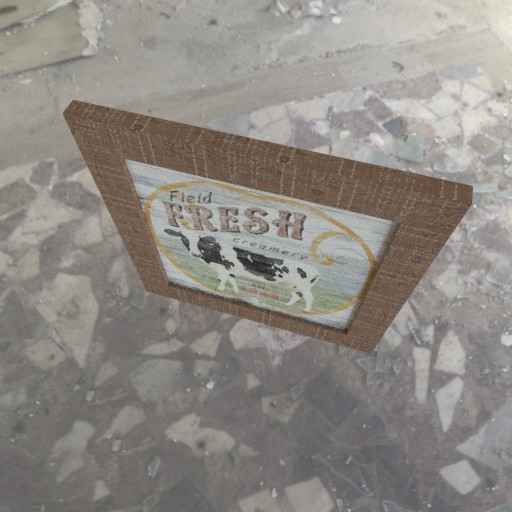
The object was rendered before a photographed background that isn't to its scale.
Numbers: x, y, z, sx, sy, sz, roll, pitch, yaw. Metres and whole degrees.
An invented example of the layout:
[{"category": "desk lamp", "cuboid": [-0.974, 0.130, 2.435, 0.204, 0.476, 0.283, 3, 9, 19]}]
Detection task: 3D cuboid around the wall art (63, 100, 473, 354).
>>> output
[{"category": "wall art", "cuboid": [0.000, 0.000, 0.787, 0.531, 0.531, 0.029, 14, 60, 8]}]
